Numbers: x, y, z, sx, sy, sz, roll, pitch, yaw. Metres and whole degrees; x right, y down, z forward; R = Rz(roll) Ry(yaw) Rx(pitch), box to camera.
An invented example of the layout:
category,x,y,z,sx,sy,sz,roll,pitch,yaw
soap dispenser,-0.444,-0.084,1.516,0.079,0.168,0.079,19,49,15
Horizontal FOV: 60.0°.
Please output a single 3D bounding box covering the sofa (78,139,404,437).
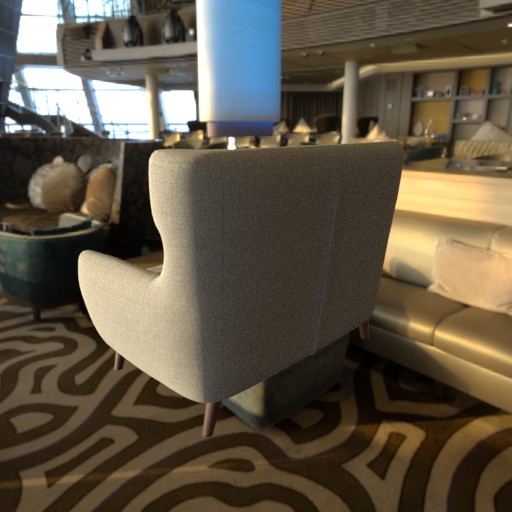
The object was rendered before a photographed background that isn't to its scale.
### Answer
category,x,y,z,sx,sy,sz,roll,pitch,yaw
sofa,0.000,0.000,2.052,0.884,1.028,1.386,16,23,42
